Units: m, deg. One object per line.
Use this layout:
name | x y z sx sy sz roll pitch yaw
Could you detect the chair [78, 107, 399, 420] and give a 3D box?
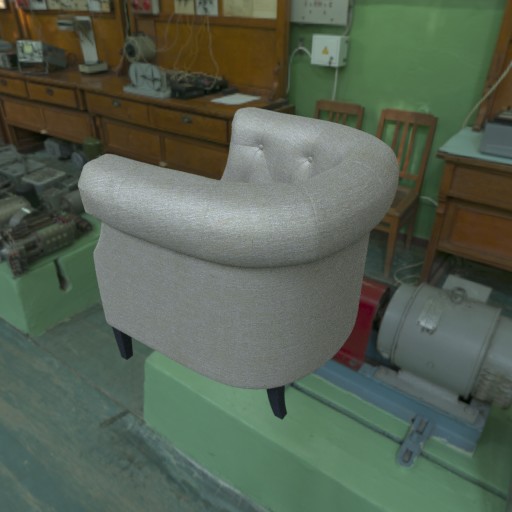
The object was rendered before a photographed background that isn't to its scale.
chair | 0.000 0.000 1.575 0.852 0.827 0.905 20 37 29
